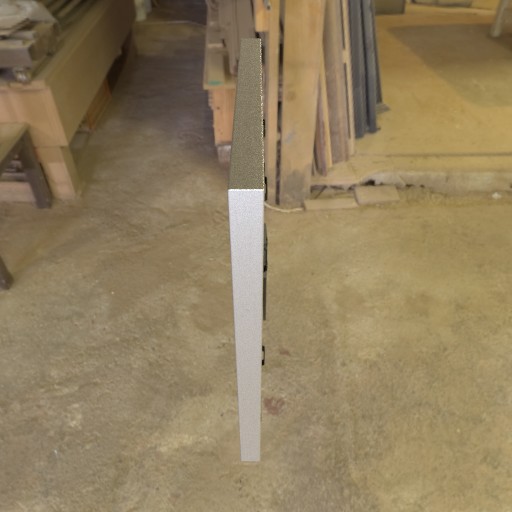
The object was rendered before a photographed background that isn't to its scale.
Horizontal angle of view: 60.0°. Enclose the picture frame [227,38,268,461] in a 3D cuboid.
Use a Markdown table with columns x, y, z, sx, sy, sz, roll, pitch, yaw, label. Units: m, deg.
| x | y | z | sx | sy | sz | roll | pitch | yaw | label |
| --- | --- | --- | --- | --- | --- | --- | --- | --- | --- |
| 0.000 | 0.000 | 0.517 | 0.036 | 0.386 | 0.307 | 0 | 42 | 0 | picture frame |
